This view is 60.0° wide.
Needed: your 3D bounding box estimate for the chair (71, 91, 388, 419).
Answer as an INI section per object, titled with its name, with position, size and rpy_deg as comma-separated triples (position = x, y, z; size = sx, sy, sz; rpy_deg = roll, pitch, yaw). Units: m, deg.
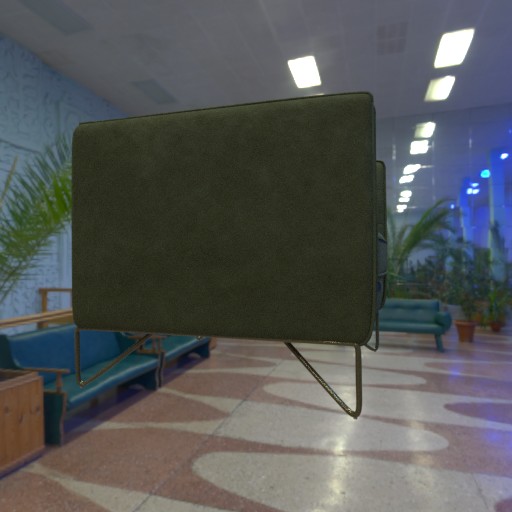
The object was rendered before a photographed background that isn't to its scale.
[chair]
position = 0.000, 0.000, 1.575
size = 0.894, 0.790, 0.880
rpy_deg = 0, -1, 18
